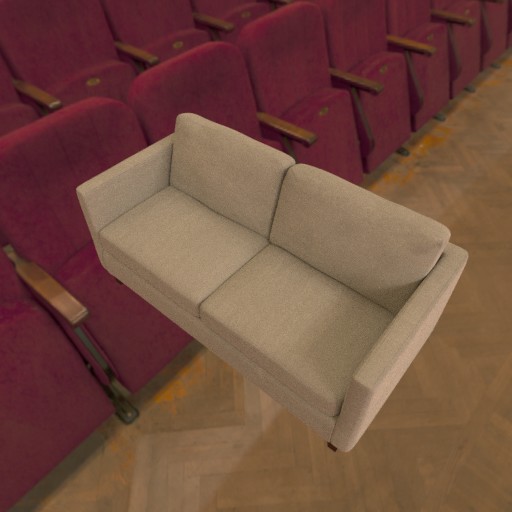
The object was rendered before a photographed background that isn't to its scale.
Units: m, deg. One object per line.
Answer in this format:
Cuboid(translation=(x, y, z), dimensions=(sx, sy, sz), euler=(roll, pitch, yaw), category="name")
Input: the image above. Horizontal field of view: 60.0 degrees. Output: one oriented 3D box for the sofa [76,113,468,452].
Cuboid(translation=(0.000, 0.000, 2.449), dimensions=(1.884, 0.963, 0.950), euler=(31, 54, 26), category="sofa")
